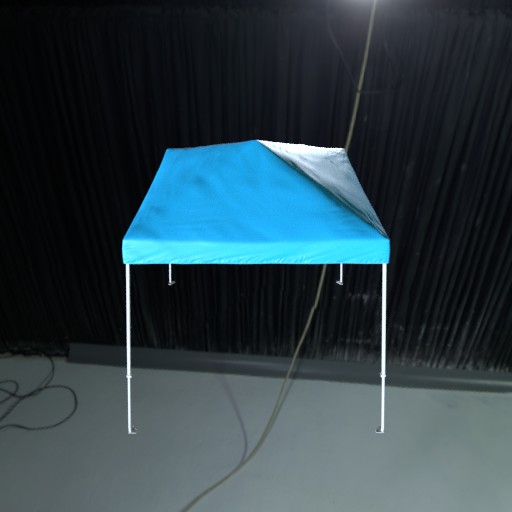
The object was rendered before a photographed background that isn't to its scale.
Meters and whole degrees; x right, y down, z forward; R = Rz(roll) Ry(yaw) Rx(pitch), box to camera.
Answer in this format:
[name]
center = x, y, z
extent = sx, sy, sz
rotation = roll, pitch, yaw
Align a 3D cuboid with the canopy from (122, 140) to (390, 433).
[canopy]
center = 0.000, 0.000, 5.351
extent = 2.848, 2.849, 2.849
rotation = 0, 33, 0
